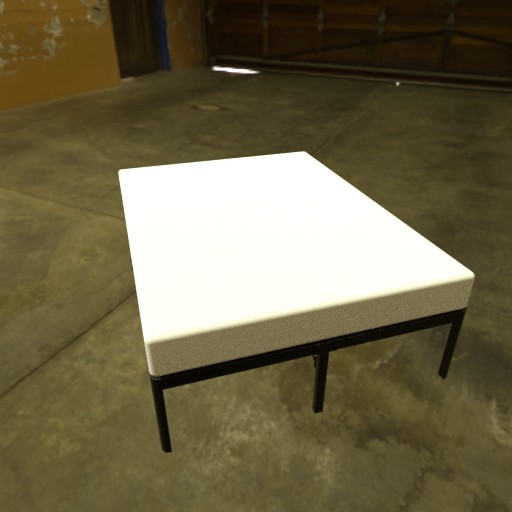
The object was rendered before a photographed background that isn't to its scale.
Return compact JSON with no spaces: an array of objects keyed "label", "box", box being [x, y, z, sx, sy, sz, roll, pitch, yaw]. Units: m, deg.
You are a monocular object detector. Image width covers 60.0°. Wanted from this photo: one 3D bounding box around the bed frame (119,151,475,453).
[{"label":"bed frame","box":[0.000,0.000,2.876,1.557,0.659,2.072,-9,31,-15]}]
